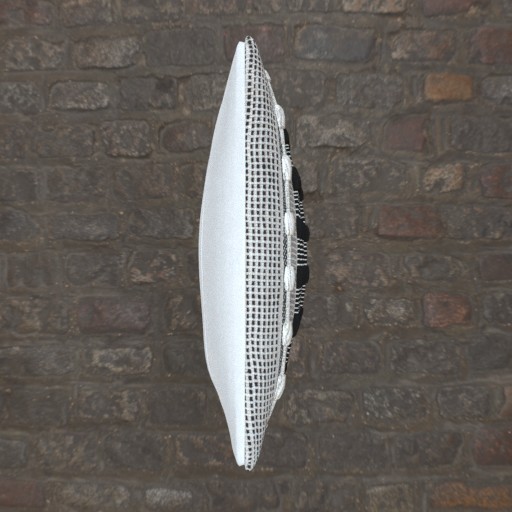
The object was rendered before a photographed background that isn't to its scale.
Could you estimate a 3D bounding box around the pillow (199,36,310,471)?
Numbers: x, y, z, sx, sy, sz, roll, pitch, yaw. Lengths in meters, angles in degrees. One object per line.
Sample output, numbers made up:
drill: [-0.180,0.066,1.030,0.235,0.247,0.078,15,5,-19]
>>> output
pillow: [0.000,0.000,0.653,0.156,0.438,0.436,0,89,1]
